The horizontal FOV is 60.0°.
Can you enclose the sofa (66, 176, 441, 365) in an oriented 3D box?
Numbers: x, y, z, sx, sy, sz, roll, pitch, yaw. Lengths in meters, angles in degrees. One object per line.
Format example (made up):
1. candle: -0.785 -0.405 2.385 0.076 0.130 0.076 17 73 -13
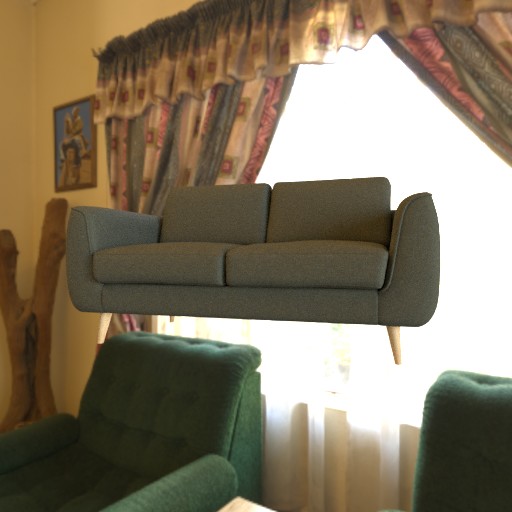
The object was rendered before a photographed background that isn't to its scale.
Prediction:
1. sofa: 0.000 0.000 2.280 1.700 0.850 0.920 0 0 18
